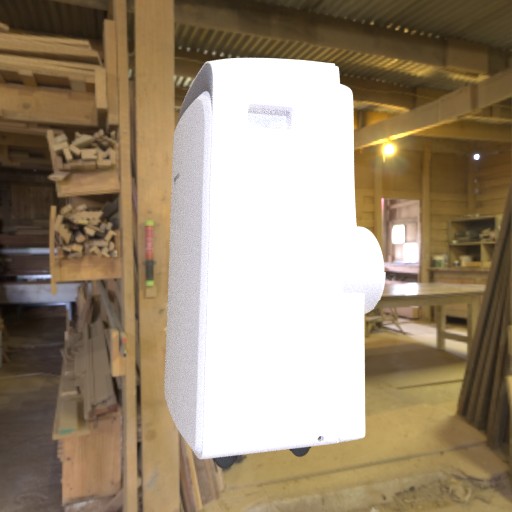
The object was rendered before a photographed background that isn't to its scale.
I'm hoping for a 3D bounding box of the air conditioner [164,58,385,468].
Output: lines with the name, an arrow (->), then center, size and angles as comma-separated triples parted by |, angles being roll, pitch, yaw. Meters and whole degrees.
air conditioner -> 0.000, 0.000, 0.934 | 0.365, 0.700, 0.454 | 0, 1, -18
